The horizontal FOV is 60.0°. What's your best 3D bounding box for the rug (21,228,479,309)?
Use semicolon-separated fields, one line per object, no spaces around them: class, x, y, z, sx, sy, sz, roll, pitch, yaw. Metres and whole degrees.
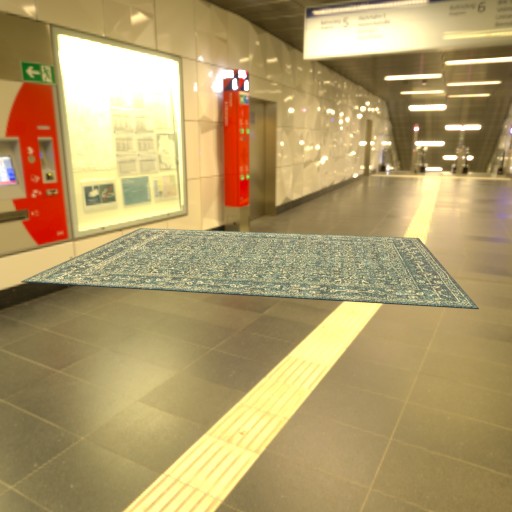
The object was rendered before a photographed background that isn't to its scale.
rug;0.000;0.000;2.299;1.819;0.005;1.200;3;15;10
